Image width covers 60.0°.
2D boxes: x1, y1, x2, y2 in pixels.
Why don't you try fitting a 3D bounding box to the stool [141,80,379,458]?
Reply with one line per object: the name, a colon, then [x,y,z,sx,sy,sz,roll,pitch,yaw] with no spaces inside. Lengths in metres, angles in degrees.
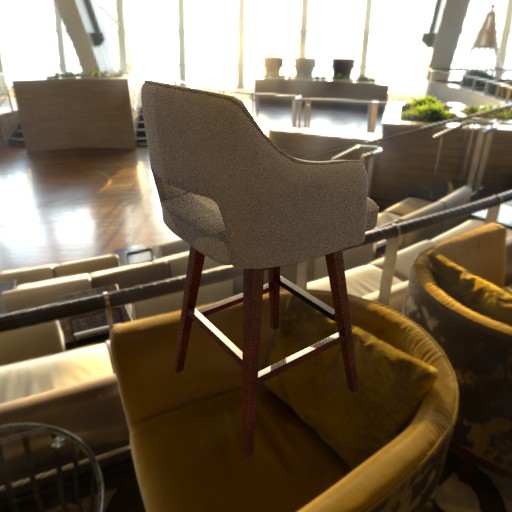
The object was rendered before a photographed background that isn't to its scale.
stool: [0.000,0.000,1.348,0.558,1.012,0.548,-18,32,-32]
